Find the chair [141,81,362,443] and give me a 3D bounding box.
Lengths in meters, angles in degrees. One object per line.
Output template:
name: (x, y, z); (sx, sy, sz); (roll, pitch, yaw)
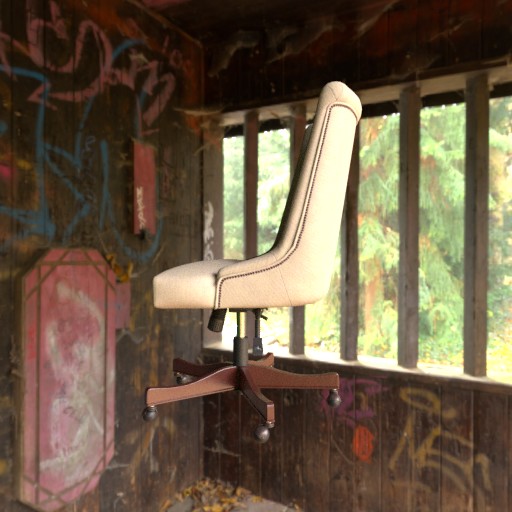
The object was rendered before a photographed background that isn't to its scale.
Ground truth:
chair: (0.000, 0.000, 1.498); (0.696, 1.010, 0.645); (0, 0, 0)
